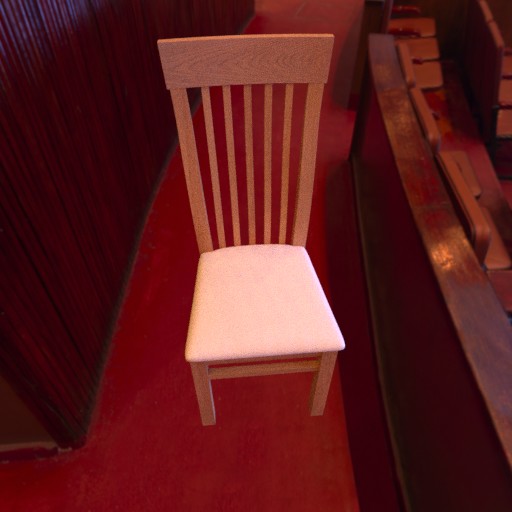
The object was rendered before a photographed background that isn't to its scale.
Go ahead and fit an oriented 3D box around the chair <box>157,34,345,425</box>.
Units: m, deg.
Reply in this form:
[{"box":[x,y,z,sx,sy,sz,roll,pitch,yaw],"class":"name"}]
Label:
[{"box":[0.000,0.000,1.321,0.450,1.050,0.580,-4,46,-4],"class":"chair"}]
